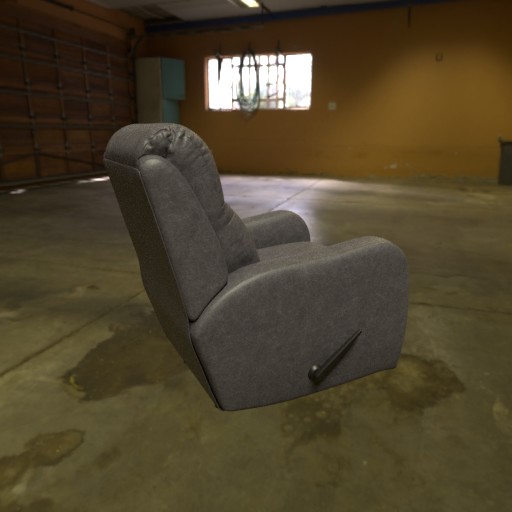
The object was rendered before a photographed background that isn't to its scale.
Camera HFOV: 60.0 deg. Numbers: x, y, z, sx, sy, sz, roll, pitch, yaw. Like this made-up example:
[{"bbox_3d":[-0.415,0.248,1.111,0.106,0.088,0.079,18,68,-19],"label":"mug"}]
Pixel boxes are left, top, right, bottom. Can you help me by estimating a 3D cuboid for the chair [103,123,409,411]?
[{"bbox_3d":[0.000,0.000,1.865,1.067,1.067,0.865,-8,17,-26],"label":"chair"}]
